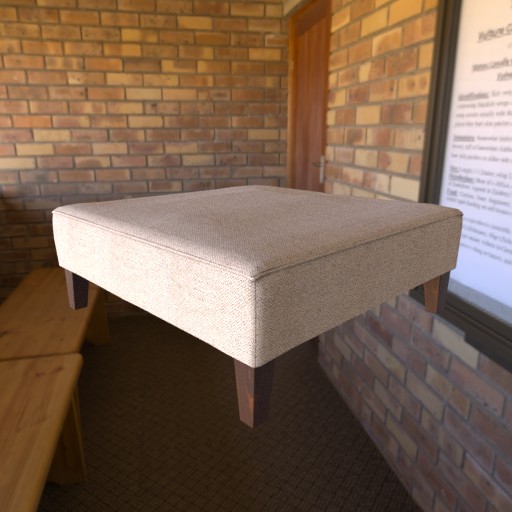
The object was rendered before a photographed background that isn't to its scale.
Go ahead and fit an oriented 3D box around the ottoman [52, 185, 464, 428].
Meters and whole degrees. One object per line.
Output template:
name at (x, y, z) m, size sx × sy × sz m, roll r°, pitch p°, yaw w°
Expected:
ottoman at (0.000, 0.000, 1.498) m, size 0.973 × 0.381 × 0.982 m, roll -15°, pitch 21°, yaw -42°
